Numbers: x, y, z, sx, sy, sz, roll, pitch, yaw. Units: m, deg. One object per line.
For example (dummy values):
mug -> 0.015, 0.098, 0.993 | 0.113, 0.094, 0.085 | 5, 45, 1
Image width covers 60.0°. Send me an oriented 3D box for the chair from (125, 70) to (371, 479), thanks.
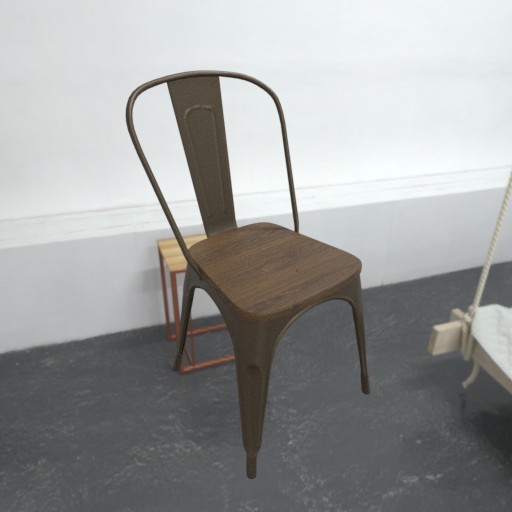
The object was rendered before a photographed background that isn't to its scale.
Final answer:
chair -> 0.000, 0.000, 1.154 | 0.451, 0.844, 0.532 | -21, 36, -32
